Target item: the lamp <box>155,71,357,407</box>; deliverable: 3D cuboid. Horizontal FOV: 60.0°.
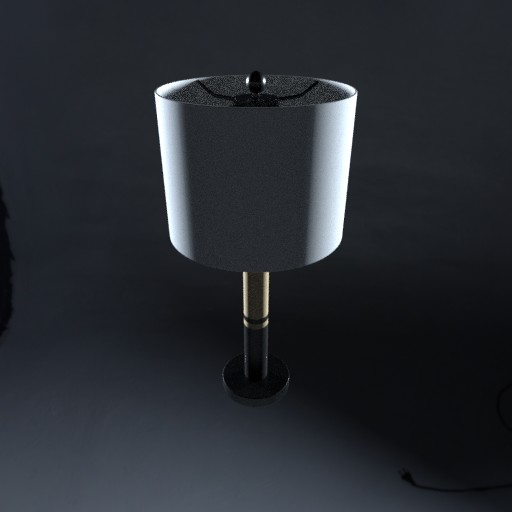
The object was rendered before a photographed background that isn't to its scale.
[{"bbox_3d":[0.000,0.000,0.825,0.305,0.640,0.305,2,29,4],"label":"lamp"}]
